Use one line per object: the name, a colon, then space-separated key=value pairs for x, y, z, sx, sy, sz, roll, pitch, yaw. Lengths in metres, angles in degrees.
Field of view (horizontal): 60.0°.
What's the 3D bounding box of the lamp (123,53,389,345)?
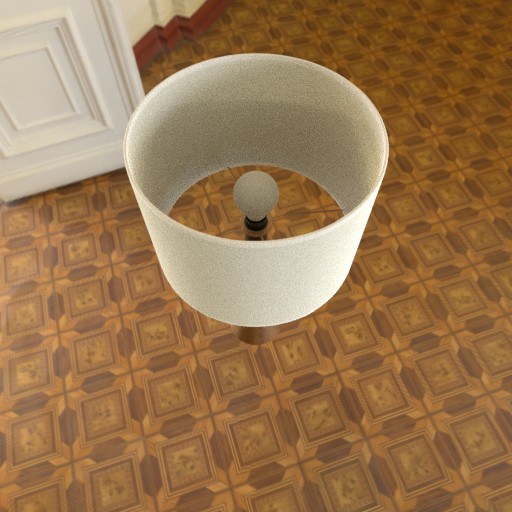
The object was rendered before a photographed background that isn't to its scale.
lamp: x=0.000 y=0.000 z=0.656 sx=0.268 sy=0.479 sz=0.268 roll=-16 pitch=60 yaw=-10
